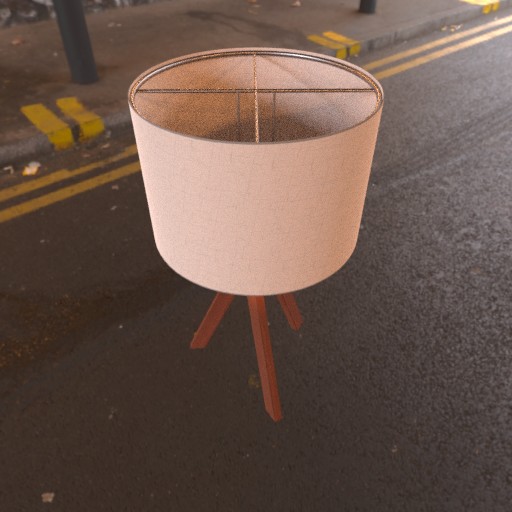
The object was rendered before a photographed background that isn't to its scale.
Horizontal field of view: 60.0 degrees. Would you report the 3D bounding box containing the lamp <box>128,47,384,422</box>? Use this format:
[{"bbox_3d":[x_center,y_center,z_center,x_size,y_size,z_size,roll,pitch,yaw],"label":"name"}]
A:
[{"bbox_3d":[0.000,0.000,0.895,0.380,0.686,0.380,0,41,0],"label":"lamp"}]
